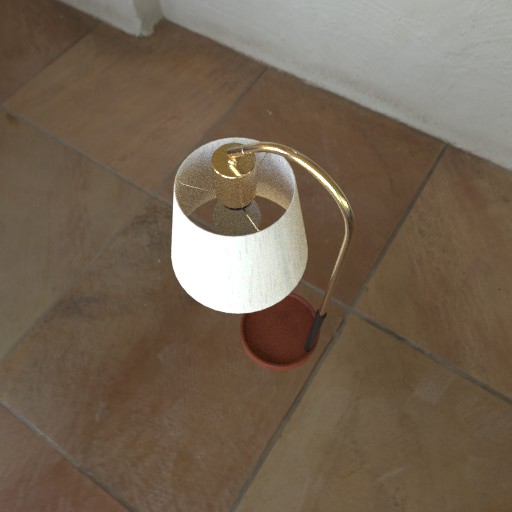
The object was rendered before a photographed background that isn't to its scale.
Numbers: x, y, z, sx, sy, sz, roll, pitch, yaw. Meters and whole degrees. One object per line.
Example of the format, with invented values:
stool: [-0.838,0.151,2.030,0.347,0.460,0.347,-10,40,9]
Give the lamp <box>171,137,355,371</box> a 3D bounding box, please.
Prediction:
lamp: [0.000,0.000,0.667,0.273,0.536,0.211,33,68,16]
